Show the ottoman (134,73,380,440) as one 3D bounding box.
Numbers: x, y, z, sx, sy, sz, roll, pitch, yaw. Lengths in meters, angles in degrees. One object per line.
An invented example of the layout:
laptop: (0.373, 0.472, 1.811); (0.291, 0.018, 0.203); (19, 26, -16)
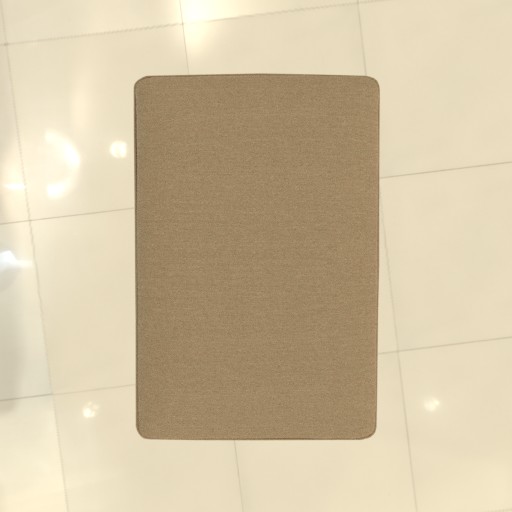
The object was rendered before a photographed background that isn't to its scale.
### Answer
ottoman: (0.000, 0.000, 1.314); (0.636, 0.521, 0.945); (0, 91, -1)
